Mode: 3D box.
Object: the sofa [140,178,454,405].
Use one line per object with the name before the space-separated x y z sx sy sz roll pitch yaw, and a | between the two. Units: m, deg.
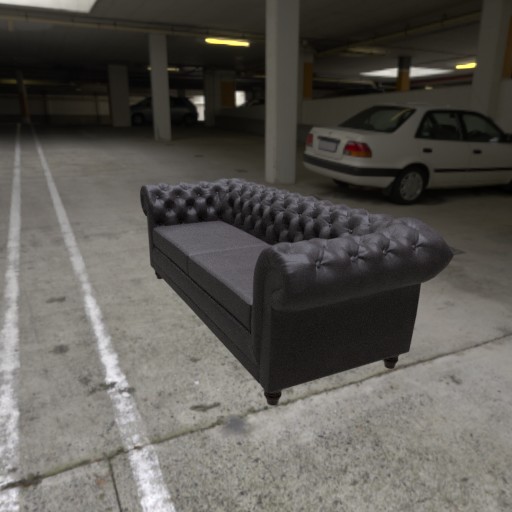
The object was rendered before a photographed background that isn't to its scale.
sofa | 0.000 0.000 2.879 0.944 0.783 2.385 -8 18 -26
